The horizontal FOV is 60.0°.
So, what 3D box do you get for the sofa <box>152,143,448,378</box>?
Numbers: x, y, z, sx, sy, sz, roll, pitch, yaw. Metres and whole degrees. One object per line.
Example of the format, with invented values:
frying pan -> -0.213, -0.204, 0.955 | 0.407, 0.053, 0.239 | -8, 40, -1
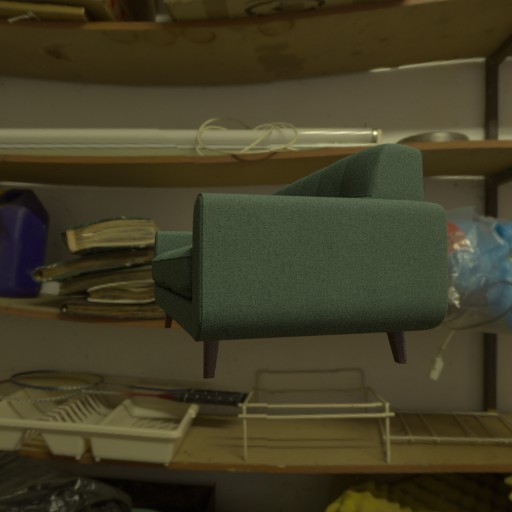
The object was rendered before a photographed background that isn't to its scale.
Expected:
sofa -> 0.000, 0.000, 2.188 | 0.909, 0.841, 1.631 | 0, -1, -17
